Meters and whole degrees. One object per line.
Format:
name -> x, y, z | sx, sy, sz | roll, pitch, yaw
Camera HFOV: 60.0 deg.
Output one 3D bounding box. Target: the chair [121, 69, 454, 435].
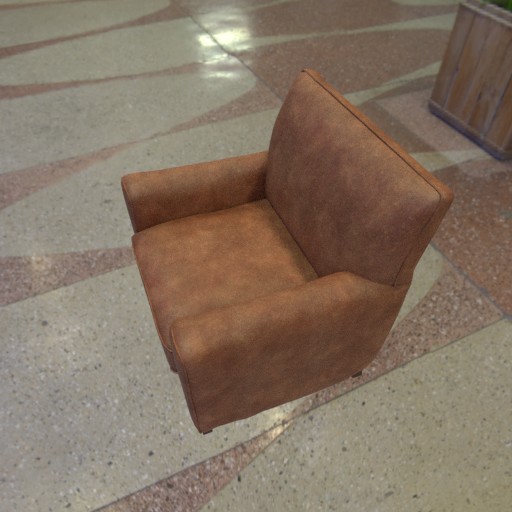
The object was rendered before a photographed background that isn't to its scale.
chair -> 0.000, 0.000, 1.618 | 0.823, 0.943, 0.870 | -16, 48, -15
